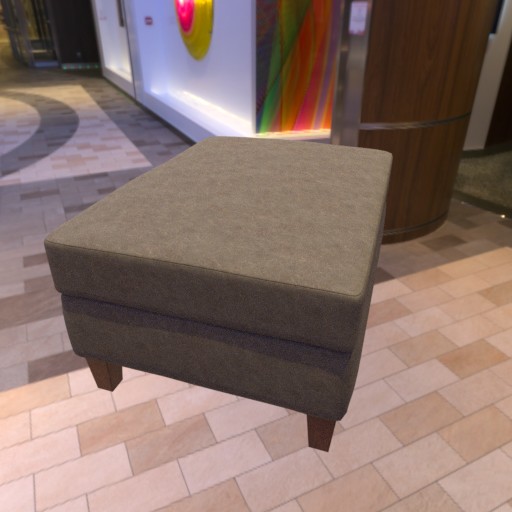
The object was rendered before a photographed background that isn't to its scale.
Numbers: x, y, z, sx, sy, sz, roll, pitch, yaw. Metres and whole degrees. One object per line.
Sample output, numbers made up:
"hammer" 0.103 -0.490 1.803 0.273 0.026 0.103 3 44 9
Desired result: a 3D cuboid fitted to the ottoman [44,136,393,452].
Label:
"ottoman" 0.000 0.000 1.212 0.639 0.464 0.839 9 31 16
